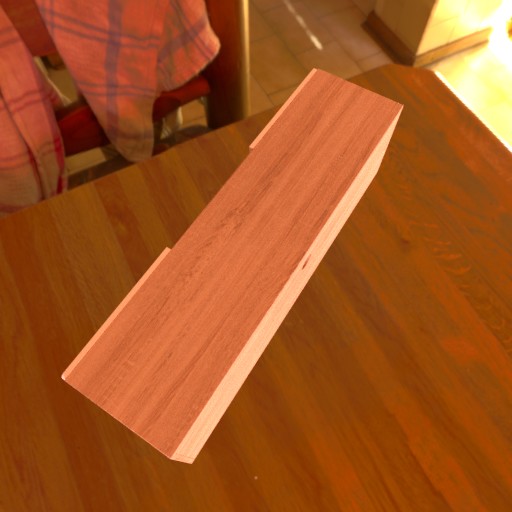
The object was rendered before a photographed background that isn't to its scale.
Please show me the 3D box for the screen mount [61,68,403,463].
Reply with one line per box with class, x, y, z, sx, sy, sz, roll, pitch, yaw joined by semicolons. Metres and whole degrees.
screen mount;0.000;0.000;1.763;0.420;0.570;1.500;30;67;14
